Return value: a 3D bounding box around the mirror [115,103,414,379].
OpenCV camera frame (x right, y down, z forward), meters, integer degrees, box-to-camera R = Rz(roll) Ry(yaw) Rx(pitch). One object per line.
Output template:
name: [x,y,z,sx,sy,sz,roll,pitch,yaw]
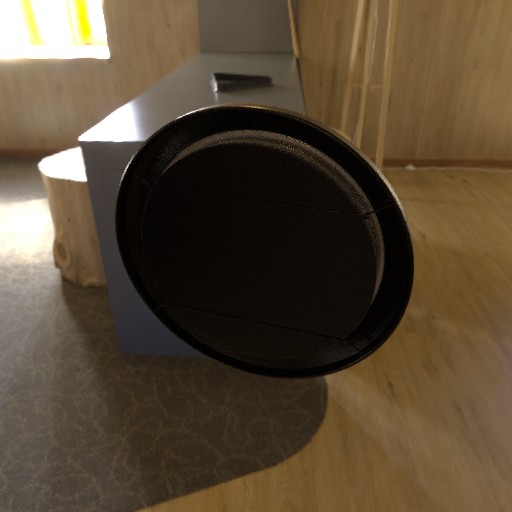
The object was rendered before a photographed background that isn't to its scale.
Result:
mirror: [0.000,0.000,1.347,0.907,0.907,0.111,10,33,15]
